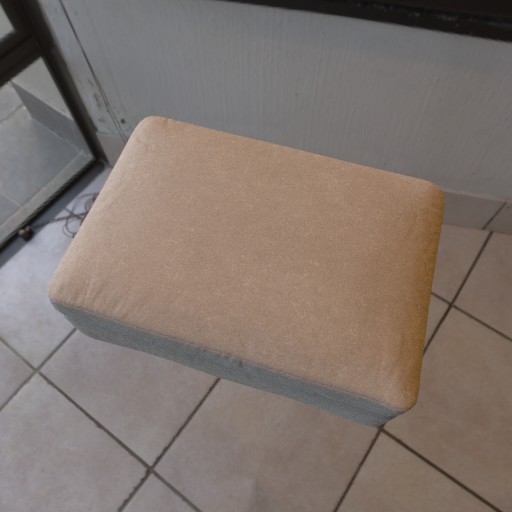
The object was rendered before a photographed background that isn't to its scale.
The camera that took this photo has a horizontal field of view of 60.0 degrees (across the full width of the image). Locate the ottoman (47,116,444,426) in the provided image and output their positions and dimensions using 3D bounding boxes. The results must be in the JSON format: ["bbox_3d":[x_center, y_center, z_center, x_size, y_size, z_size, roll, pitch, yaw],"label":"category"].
[{"bbox_3d":[0.000,0.000,1.600,1.199,0.429,0.840,15,64,8],"label":"ottoman"}]
